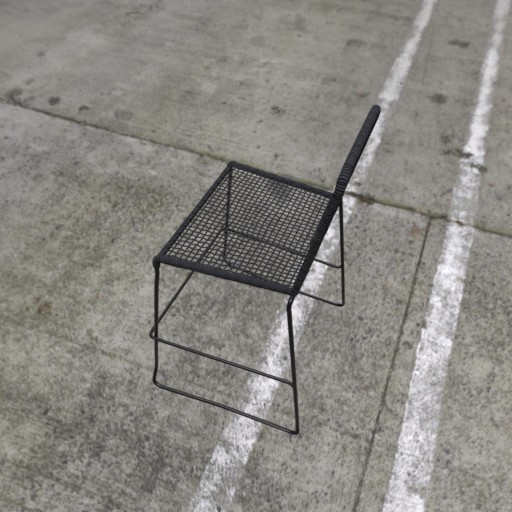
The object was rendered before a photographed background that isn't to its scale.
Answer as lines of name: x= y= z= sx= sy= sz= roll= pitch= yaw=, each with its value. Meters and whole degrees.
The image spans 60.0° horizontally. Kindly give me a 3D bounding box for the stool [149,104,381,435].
stool: x=0.000 y=0.000 z=1.270 sx=0.509 sy=0.905 sz=0.590 roll=17 pitch=50 yaw=15
